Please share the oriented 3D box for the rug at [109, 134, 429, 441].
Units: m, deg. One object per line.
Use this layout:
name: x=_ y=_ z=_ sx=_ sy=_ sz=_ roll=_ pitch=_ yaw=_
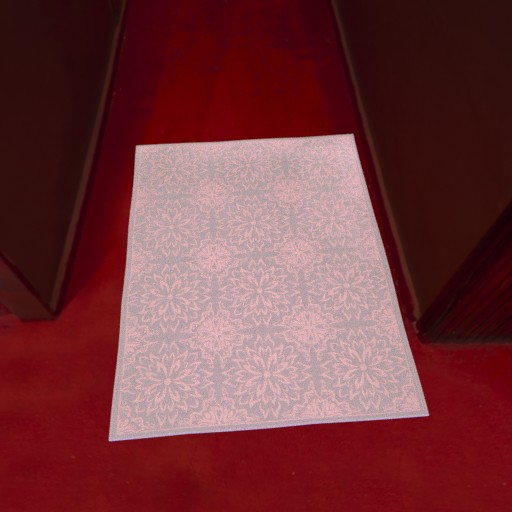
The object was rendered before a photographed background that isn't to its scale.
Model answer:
rug: x=0.000 y=0.000 z=4.035 sx=2.363 sy=0.012 sz=2.980 roll=-4 pitch=58 yaw=-2
